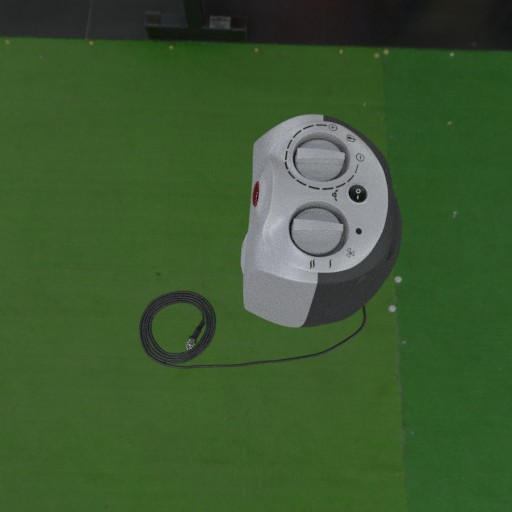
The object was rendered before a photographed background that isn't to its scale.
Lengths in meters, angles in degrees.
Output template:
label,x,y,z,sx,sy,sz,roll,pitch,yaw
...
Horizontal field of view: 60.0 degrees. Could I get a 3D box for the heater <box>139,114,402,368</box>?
label,x,y,z,sx,sy,sz,roll,pitch,yaw
heater,0.000,0.000,0.467,0.291,0.255,0.239,4,75,1
